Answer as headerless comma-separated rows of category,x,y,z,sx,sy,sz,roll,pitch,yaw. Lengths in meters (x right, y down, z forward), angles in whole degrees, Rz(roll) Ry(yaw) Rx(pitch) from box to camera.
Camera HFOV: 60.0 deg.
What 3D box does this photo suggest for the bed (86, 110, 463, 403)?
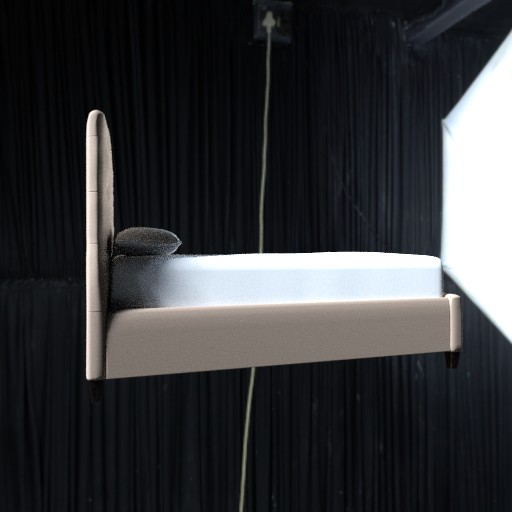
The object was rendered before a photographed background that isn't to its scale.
bed,0.000,0.000,3.260,2.233,1.426,1.696,0,0,-17
